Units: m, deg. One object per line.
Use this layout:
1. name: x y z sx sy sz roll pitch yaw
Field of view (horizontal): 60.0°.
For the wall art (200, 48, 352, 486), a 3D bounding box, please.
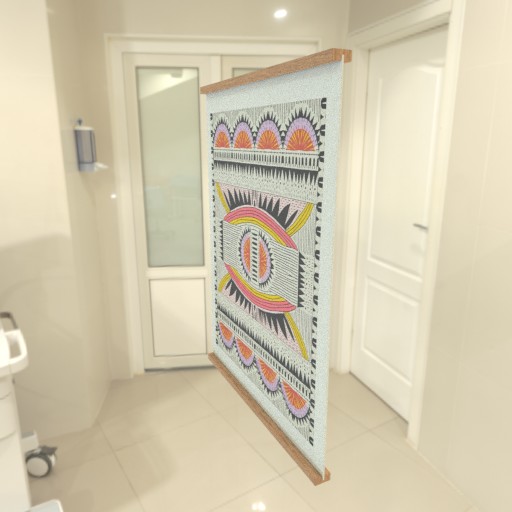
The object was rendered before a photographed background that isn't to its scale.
1. wall art: 0.000 0.000 0.794 0.028 0.609 0.456 -7 16 -26
